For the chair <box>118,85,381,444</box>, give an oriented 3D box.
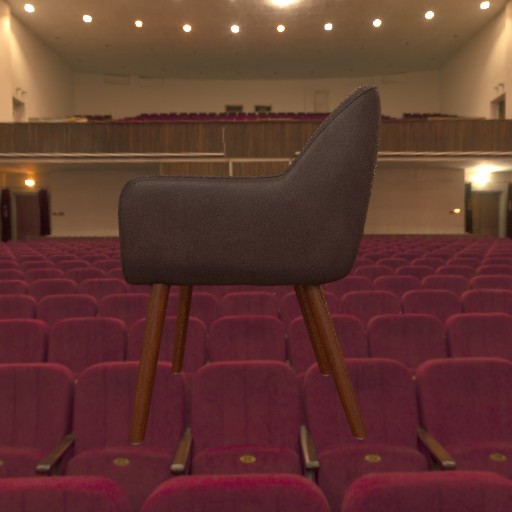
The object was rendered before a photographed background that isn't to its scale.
[{"bbox_3d":[0.000,0.000,1.254,0.610,0.828,0.610,0,2,0],"label":"chair"}]
